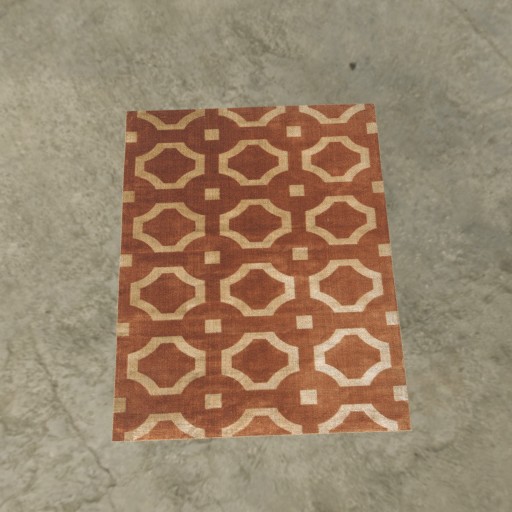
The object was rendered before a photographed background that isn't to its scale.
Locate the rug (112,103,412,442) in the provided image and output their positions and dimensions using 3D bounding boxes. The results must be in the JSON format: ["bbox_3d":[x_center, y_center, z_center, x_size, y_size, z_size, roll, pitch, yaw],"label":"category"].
[{"bbox_3d":[0.000,0.000,4.006,2.466,0.021,3.049,-2,76,-1],"label":"rug"}]
